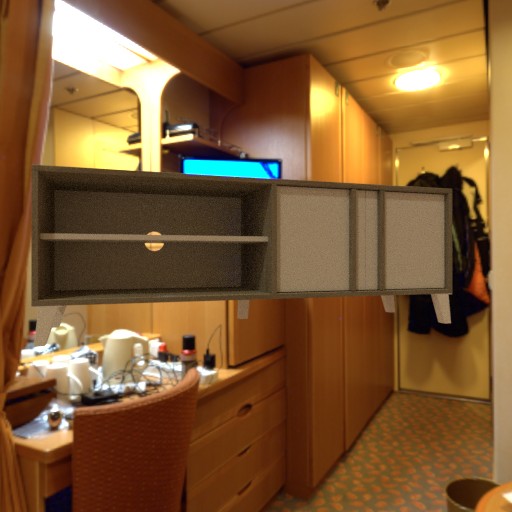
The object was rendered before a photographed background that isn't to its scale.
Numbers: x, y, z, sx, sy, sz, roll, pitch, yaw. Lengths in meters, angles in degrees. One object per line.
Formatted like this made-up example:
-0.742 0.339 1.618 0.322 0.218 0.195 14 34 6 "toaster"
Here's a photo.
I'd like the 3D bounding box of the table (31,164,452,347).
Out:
0.000 0.000 1.708 1.500 0.530 0.400 0 0 -18 "table"
